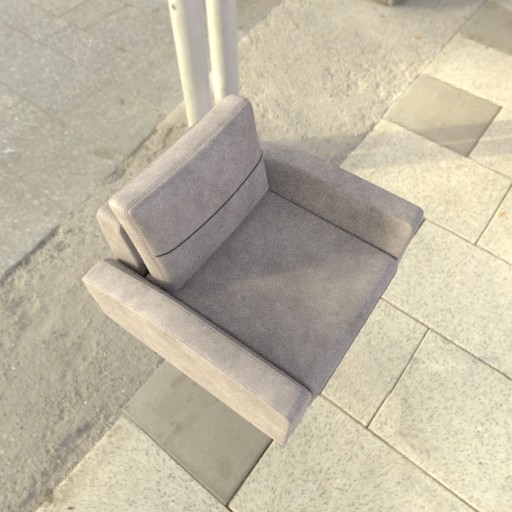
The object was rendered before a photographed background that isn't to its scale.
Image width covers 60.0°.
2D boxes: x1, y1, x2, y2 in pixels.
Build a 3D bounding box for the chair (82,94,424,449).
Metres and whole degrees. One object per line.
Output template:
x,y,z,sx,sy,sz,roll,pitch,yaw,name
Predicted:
0.000,0.000,1.629,0.900,0.800,0.900,31,63,18,chair
